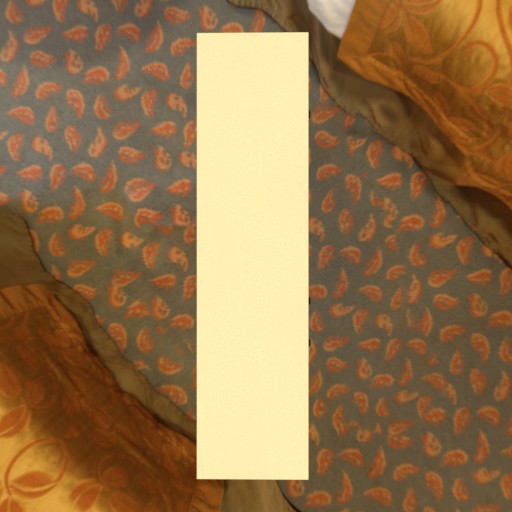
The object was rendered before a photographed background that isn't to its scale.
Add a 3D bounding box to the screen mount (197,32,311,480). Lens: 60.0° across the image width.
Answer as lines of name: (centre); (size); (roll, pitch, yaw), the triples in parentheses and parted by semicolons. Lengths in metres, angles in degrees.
screen mount: (0.000, 0.000, 1.847); (0.418, 0.520, 1.600); (0, 90, 1)
